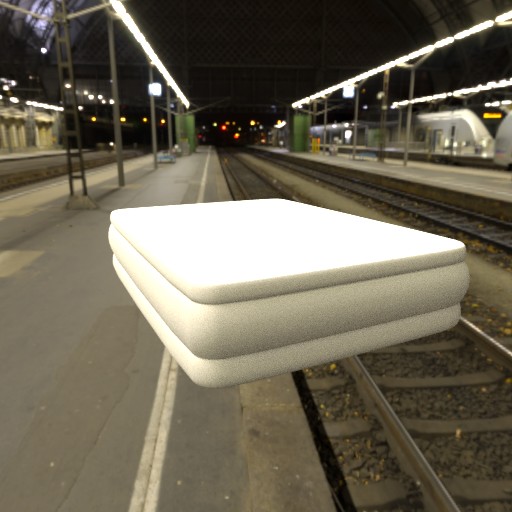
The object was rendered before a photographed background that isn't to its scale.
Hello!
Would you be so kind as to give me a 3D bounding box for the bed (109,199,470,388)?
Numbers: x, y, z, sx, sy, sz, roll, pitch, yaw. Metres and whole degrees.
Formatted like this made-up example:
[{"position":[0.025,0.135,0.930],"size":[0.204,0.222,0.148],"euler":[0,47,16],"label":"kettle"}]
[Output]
[{"position":[0.000,0.000,2.751],"size":[1.520,0.460,2.036],"euler":[-7,17,-26],"label":"bed"}]
